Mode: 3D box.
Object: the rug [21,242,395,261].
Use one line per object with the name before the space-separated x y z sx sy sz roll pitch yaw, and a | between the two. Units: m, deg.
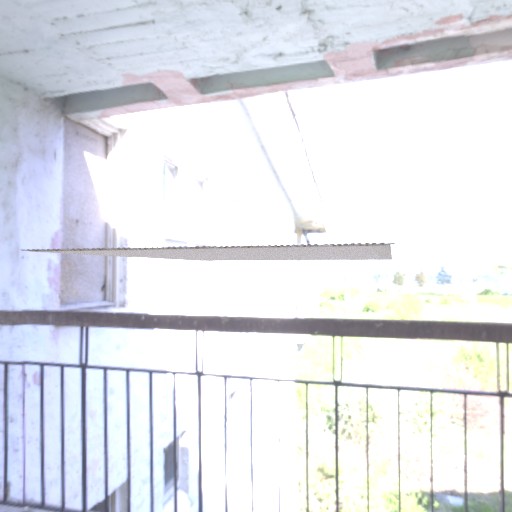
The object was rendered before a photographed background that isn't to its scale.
rug | 0.000 0.000 4.074 2.444 0.013 3.043 -1 -2 17
